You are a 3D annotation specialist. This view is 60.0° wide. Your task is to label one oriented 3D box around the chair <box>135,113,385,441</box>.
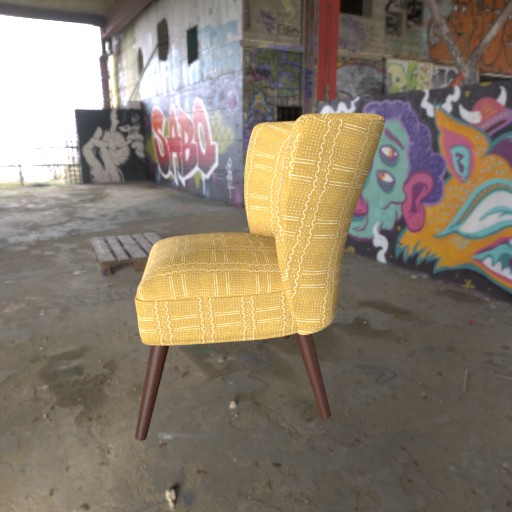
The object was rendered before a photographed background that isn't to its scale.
[{"bbox_3d":[0.000,0.000,1.430,0.758,0.866,0.706,-2,15,-9],"label":"chair"}]
